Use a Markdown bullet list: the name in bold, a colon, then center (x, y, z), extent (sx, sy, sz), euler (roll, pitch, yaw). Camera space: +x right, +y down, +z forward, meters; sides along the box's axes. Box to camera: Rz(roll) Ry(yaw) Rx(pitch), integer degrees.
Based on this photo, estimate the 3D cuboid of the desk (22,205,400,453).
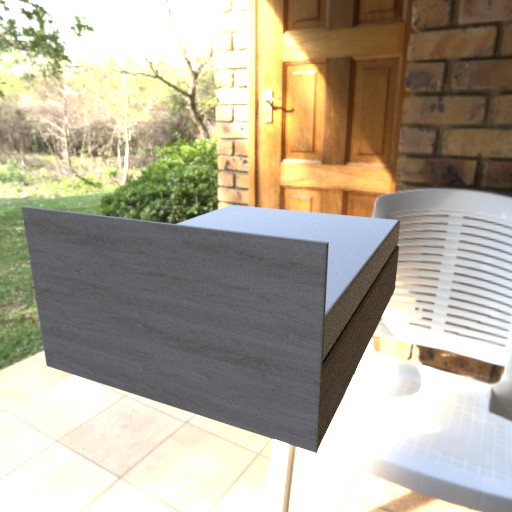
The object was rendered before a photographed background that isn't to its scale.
- **desk**: center (0.000, 0.000, 2.616), extent (1.400, 0.800, 1.900), euler (8, 19, 24)
